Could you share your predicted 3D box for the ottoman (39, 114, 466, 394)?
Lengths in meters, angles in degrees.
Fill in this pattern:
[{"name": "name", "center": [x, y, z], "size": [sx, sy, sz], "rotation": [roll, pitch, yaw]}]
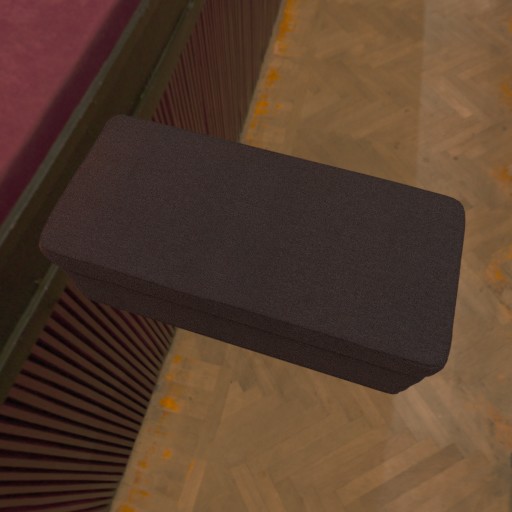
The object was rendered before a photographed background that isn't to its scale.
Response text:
[{"name": "ottoman", "center": [0.000, 0.000, 1.389], "size": [1.110, 0.460, 0.515], "rotation": [16, 65, 8]}]
